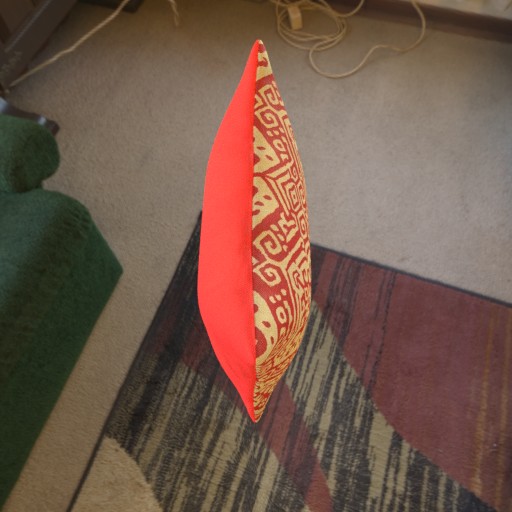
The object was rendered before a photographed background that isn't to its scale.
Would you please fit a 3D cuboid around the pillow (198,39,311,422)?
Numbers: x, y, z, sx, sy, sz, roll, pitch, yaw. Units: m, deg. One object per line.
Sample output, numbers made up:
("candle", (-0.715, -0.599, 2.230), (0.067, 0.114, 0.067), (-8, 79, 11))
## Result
("pillow", (0.000, 0.000, 0.816), (0.192, 0.507, 0.522), (0, 63, 0))
